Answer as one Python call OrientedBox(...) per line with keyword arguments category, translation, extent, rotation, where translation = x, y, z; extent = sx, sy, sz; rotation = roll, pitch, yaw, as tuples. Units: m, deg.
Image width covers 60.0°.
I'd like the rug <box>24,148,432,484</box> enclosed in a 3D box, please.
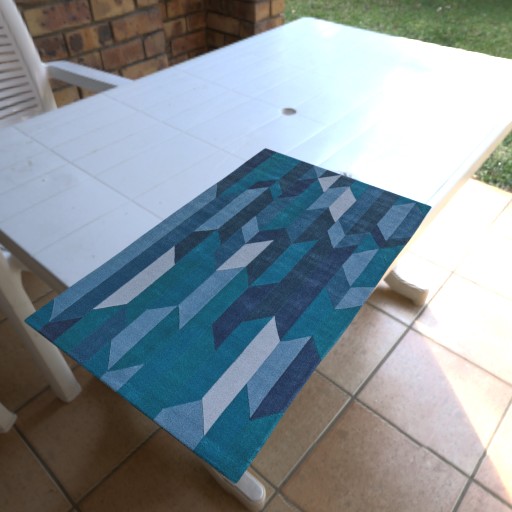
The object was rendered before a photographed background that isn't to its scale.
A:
OrientedBox(category="rug", translation=(0.000, 0.000, 2.917), extent=(1.528, 0.005, 2.420), rotation=(26, 48, 25))
